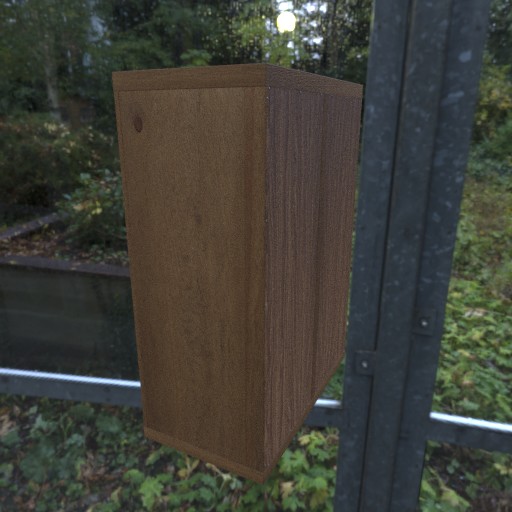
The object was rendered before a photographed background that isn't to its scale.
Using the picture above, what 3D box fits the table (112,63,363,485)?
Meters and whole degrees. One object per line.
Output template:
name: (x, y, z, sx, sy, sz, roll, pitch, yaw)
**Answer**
table: (0.000, 0.000, 1.748, 0.524, 1.294, 0.901, 9, 20, 26)
